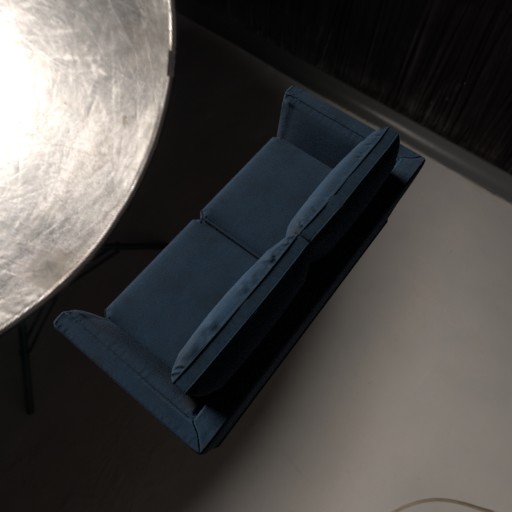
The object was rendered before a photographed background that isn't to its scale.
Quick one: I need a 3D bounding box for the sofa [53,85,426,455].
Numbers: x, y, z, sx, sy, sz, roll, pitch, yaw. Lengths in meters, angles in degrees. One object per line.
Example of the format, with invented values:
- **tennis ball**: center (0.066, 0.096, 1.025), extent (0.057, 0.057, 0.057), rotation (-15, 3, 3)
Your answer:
- **sofa**: center (0.000, 0.000, 2.297), extent (0.853, 1.002, 1.770), rotation (35, 69, 15)
